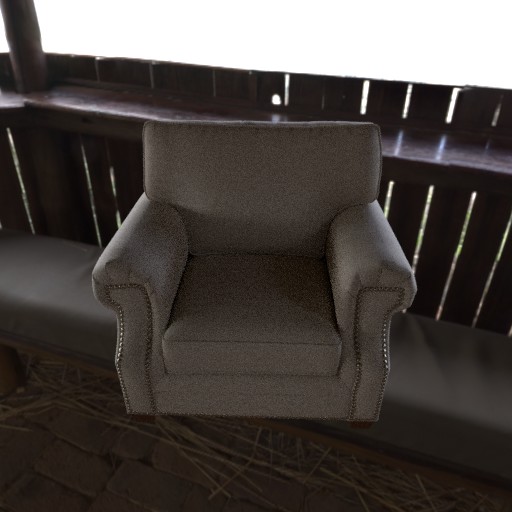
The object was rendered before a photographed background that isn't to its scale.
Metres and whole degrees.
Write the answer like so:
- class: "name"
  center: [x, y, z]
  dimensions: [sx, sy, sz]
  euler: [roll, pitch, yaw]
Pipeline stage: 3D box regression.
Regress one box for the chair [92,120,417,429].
- class: "chair"
  center: [0.000, 0.000, 1.809]
  dimensions: [1.092, 0.961, 0.965]
  euler: [1, 30, 2]
